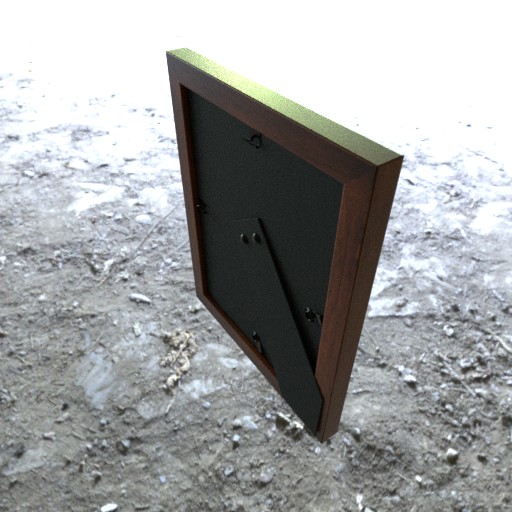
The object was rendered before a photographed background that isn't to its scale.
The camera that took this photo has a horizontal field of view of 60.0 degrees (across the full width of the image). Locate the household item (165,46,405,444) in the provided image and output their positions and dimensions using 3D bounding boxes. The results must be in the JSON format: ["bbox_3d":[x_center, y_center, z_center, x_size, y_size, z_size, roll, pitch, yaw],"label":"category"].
[{"bbox_3d":[0.000,0.000,0.337,0.020,0.250,0.200,-25,47,-26],"label":"household item"}]
